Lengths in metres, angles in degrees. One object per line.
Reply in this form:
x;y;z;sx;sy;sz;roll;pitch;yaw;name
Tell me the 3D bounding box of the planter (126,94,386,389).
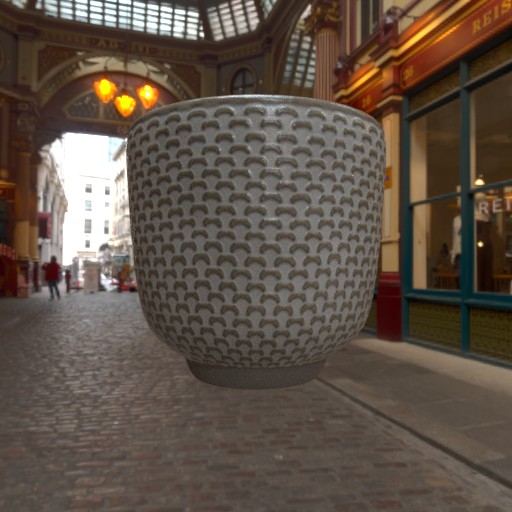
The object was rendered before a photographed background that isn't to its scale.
0.000;0.000;0.305;0.173;0.160;0.173;0;-1;0;planter
